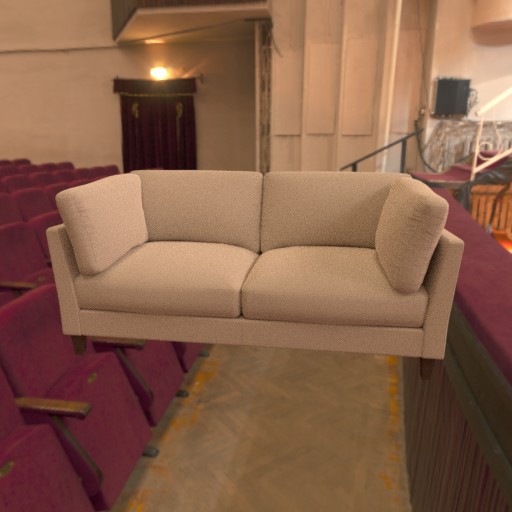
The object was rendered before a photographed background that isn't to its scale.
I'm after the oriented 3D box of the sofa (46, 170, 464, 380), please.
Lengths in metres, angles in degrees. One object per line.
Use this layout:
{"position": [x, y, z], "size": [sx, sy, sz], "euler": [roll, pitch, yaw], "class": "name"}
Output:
{"position": [0.000, 0.000, 2.321], "size": [1.776, 0.836, 0.970], "euler": [2, 15, 8], "class": "sofa"}
